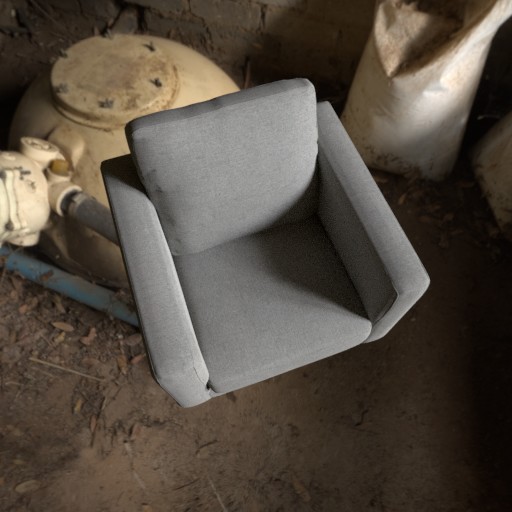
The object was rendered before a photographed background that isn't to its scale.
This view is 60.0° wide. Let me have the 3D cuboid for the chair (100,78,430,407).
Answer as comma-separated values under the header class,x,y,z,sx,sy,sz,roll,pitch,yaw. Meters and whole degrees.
class,x,y,z,sx,sy,sz,roll,pitch,yaw
chair,0.000,0.000,1.592,0.855,0.927,0.800,-18,65,-9
